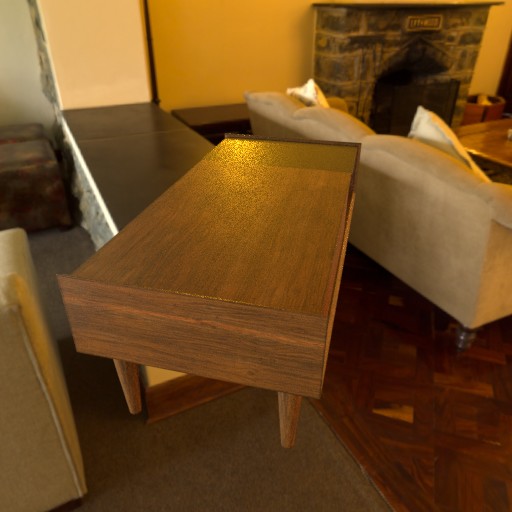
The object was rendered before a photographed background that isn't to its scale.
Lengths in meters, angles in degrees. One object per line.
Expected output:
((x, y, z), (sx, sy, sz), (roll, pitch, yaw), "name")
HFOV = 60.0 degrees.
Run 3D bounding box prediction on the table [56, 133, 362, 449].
((0.000, 0.000, 1.566), (0.610, 0.508, 1.221), (7, 31, 13), "table")
